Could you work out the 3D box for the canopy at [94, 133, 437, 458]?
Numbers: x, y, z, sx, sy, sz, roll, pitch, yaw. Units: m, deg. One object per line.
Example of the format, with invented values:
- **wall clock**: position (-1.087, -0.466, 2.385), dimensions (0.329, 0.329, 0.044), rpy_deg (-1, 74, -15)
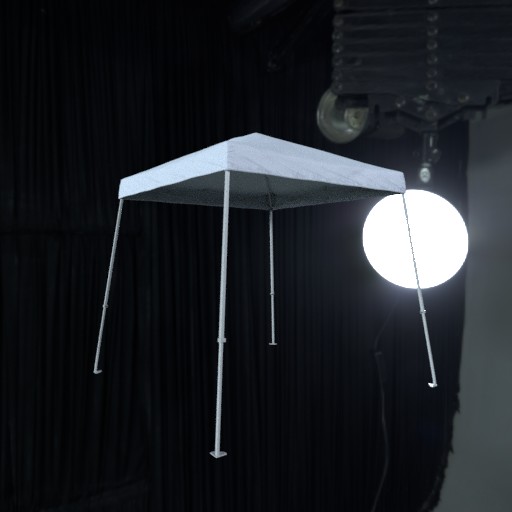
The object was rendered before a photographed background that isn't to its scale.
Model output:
- **canopy**: position (0.000, 0.000, 6.500), dimensions (3.599, 3.600, 3.600), rpy_deg (0, 1, -37)
